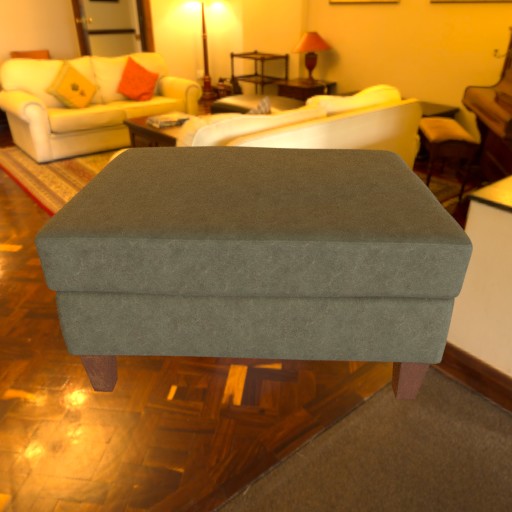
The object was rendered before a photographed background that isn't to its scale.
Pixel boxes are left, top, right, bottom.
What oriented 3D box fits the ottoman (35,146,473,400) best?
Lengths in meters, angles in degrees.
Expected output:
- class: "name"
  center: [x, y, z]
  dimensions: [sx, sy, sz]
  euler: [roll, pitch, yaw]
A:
- class: "ottoman"
  center: [0.000, 0.000, 1.193]
  dimensions: [0.839, 0.464, 0.639]
  euler: [1, 29, 2]
